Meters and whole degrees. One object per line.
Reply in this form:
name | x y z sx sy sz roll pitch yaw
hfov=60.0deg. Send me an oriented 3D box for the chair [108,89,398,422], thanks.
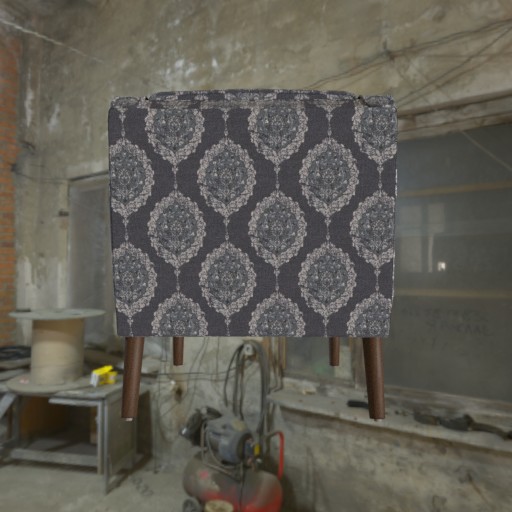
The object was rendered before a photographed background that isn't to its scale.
chair | 0.000 0.000 1.339 0.663 0.792 0.743 0 -2 1
